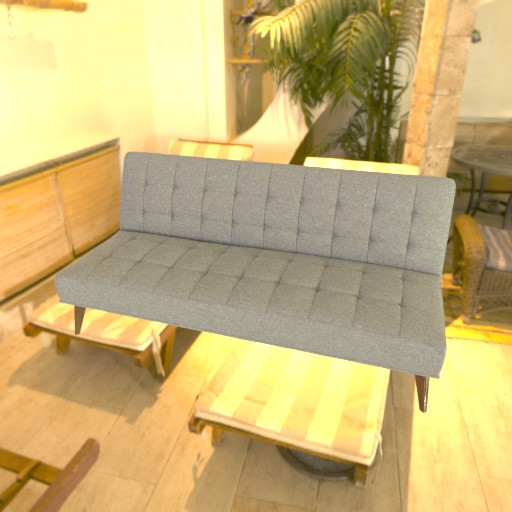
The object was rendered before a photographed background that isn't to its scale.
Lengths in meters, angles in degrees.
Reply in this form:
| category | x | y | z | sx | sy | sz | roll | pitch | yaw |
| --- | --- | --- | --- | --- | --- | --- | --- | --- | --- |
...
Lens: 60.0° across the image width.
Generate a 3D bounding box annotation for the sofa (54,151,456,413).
| category | x | y | z | sx | sy | sz | roll | pitch | yaw |
| --- | --- | --- | --- | --- | --- | --- | --- | --- | --- |
| sofa | 0.000 | 0.000 | 2.240 | 1.800 | 0.810 | 0.860 | 8 | 28 | 16 |
